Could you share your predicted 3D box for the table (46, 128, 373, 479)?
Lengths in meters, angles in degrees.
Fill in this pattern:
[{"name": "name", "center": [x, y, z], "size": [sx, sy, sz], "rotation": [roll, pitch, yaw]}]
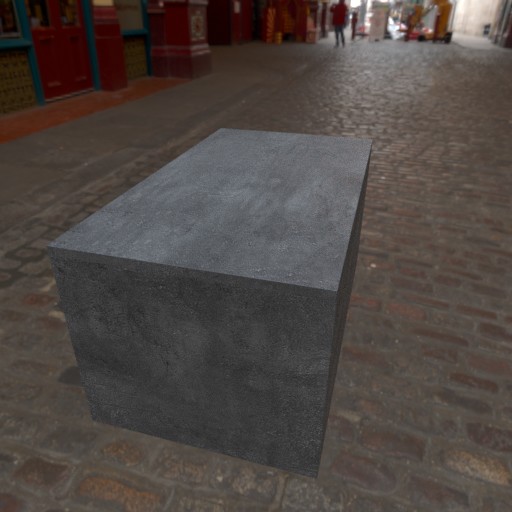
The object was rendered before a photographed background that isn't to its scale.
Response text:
[{"name": "table", "center": [0.000, 0.000, 0.941], "size": [0.400, 0.350, 0.700], "rotation": [8, 30, 14]}]
